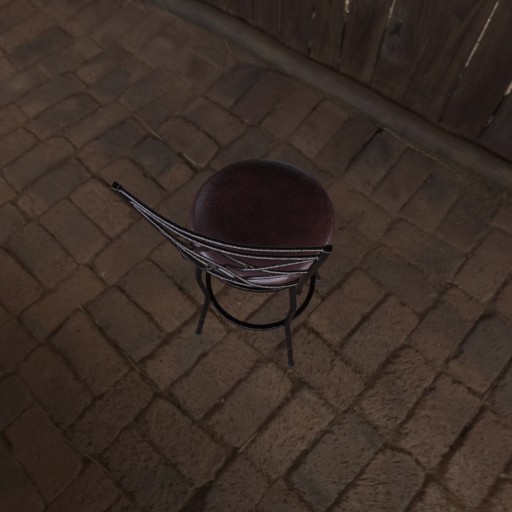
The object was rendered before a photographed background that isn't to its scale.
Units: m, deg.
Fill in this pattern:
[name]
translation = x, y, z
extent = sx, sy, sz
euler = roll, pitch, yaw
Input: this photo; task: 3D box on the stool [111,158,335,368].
[stool]
translation = 0.000, 0.000, 1.401
extent = 0.434, 1.117, 0.534
euler = 17, 64, 9
